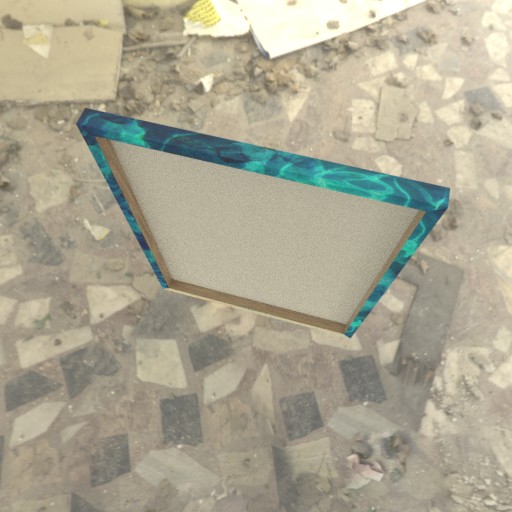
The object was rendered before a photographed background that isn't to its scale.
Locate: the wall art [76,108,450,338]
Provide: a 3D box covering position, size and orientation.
[{"bbox_3d":[0.000,0.000,1.051,0.609,0.760,0.038,14,66,7],"label":"wall art"}]
